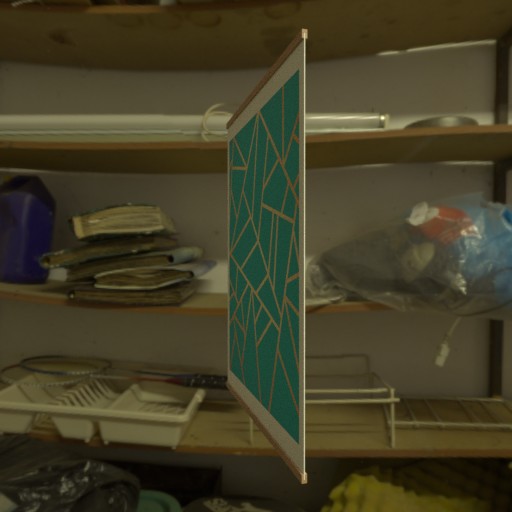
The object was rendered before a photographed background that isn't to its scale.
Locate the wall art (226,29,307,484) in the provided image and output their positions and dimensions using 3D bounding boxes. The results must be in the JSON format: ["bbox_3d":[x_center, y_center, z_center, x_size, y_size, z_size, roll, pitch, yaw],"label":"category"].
[{"bbox_3d":[0.000,0.000,1.355,0.013,1.016,0.758,0,0,-17],"label":"wall art"}]
